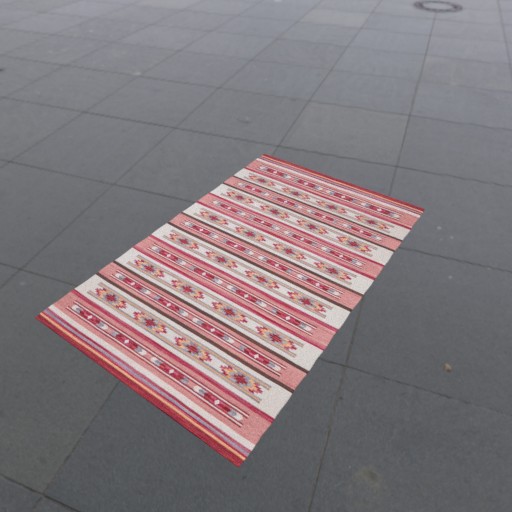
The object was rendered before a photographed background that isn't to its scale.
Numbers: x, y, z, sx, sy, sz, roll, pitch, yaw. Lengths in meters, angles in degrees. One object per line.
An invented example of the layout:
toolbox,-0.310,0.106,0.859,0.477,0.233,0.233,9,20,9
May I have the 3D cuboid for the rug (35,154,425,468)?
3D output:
rug,0.000,0.000,3.063,1.535,0.010,2.431,25,47,26
